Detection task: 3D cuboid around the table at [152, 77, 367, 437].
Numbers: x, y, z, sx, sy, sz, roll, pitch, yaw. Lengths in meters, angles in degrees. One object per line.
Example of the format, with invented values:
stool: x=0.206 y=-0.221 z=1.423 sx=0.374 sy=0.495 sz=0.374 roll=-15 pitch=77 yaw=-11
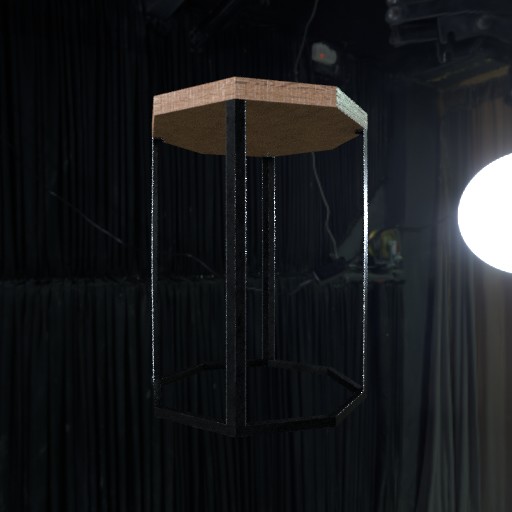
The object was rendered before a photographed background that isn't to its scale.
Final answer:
table: x=0.000 y=0.000 z=0.896 sx=0.437 sy=0.553 sz=0.437 roll=-1 pitch=1 yaw=-37
